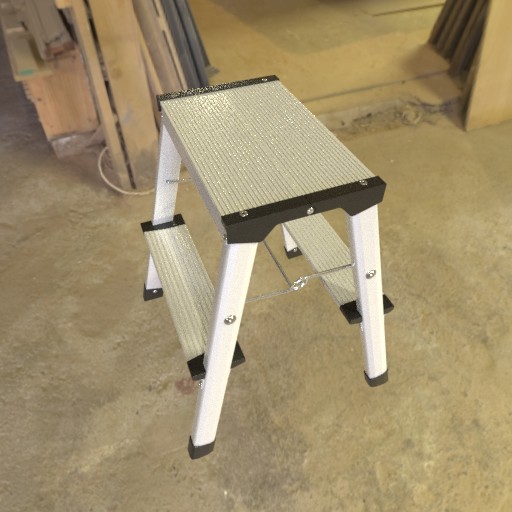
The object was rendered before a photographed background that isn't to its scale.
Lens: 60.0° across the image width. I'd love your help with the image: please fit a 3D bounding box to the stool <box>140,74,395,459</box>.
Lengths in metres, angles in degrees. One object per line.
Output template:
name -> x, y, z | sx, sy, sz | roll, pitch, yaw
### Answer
stool -> 0.000, 0.000, 0.780 | 0.405, 0.480, 0.404 | -16, 48, -15
